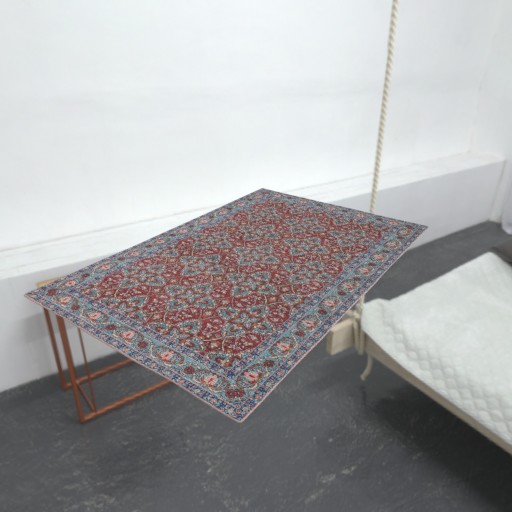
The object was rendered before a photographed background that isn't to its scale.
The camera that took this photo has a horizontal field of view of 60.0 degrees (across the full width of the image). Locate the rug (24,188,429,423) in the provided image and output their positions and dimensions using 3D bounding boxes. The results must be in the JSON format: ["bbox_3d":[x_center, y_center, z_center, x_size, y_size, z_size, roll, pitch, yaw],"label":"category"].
[{"bbox_3d":[0.000,0.000,2.298,1.219,0.009,1.829,18,32,32],"label":"rug"}]
